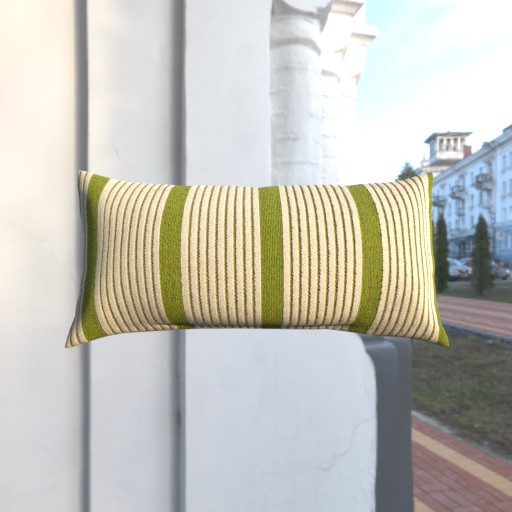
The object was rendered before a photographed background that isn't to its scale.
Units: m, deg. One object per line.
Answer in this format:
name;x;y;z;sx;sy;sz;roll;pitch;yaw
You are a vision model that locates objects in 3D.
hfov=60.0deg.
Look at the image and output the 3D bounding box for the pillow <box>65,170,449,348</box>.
pillow;0.000;0.000;0.725;0.608;0.292;0.156;0;0;0
